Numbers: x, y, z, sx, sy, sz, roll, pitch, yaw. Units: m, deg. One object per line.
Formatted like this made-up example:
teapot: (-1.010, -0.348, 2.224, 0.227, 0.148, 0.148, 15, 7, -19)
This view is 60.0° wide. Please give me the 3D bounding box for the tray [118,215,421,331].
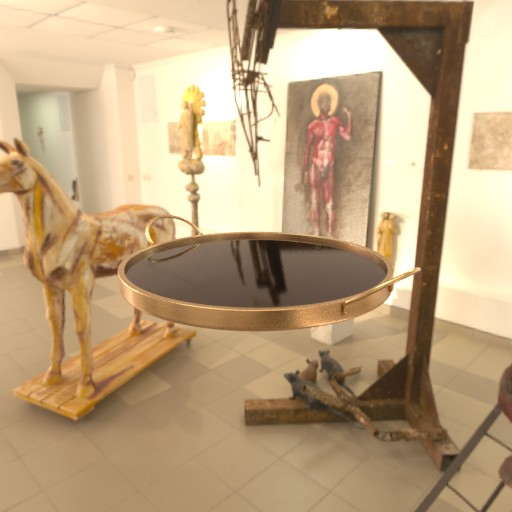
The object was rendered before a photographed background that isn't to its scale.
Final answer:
tray: (0.000, 0.000, 0.732, 0.543, 0.069, 0.438, 15, 21, 43)
